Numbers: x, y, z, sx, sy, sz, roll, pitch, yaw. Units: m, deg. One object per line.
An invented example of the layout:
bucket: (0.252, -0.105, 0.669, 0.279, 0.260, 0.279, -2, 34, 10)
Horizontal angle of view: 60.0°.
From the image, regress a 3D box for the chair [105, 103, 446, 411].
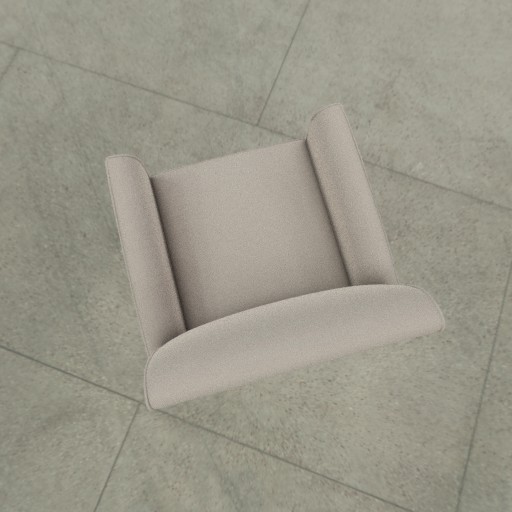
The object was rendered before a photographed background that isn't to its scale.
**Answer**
chair: (0.000, 0.000, 1.547, 0.820, 0.915, 0.820, -14, 75, -4)
